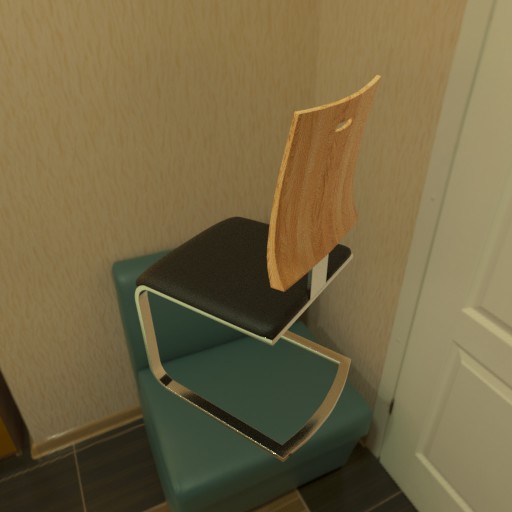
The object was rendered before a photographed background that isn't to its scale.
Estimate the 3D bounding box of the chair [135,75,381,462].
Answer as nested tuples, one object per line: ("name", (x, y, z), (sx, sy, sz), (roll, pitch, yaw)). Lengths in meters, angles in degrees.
("chair", (0.000, 0.000, 1.234), (0.560, 0.936, 0.462), (20, 38, 28))
